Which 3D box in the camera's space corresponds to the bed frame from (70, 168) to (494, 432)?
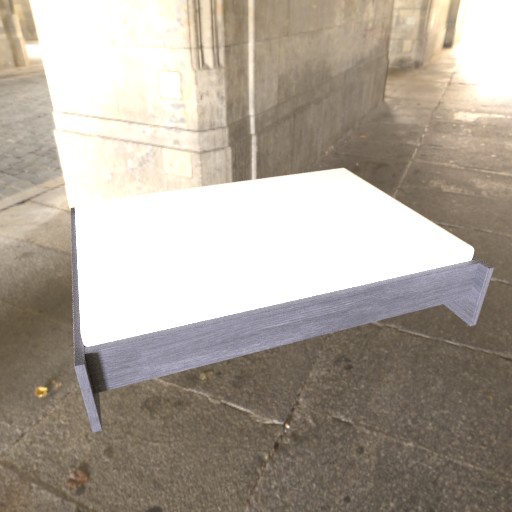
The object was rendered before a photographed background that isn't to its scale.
[{"bbox_3d":[0.000,0.000,2.566,1.950,0.432,1.490,-11,32,-17],"label":"bed frame"}]
